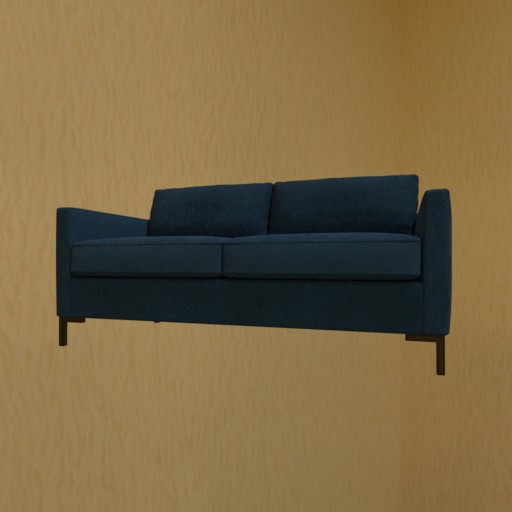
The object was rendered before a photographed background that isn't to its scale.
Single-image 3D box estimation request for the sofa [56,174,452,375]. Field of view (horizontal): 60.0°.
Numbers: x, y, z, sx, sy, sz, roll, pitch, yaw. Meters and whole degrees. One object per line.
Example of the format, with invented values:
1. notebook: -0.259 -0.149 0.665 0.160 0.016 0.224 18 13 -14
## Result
1. sofa: 0.000 0.000 2.125 1.676 0.817 0.875 0 -1 19
